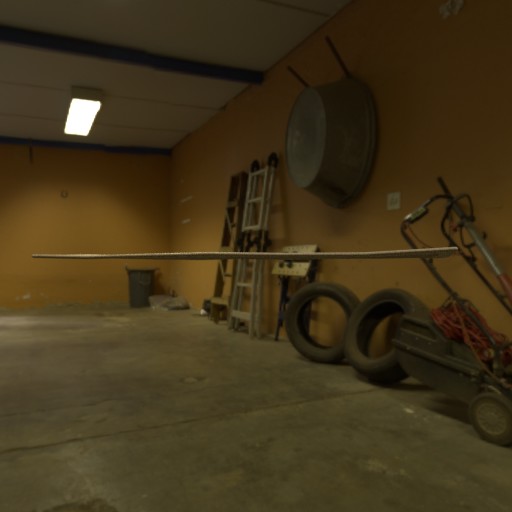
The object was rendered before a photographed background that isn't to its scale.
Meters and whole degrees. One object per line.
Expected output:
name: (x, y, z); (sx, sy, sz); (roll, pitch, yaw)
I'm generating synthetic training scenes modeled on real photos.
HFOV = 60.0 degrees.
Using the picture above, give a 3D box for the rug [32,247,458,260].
rug: (0.000, 0.000, 3.104); (2.430, 0.053, 1.553); (0, -1, 19)
